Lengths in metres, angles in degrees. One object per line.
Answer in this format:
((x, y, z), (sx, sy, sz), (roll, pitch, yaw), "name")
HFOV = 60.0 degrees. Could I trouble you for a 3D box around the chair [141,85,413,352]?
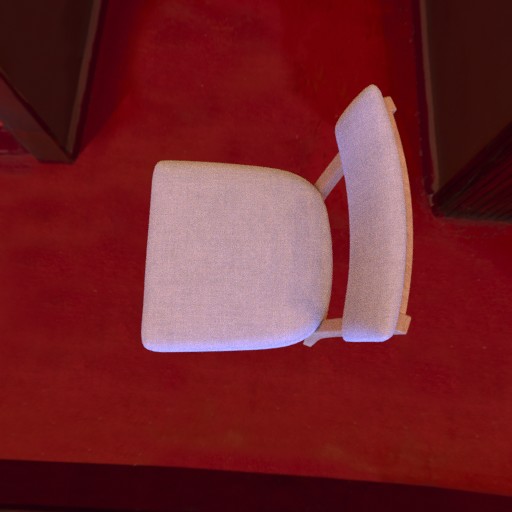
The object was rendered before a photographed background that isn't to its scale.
((0.000, 0.000, 1.186), (0.572, 0.832, 0.508), (1, 76, 0), "chair")
